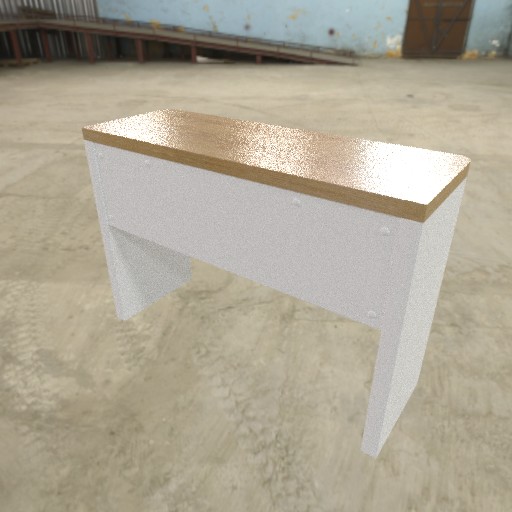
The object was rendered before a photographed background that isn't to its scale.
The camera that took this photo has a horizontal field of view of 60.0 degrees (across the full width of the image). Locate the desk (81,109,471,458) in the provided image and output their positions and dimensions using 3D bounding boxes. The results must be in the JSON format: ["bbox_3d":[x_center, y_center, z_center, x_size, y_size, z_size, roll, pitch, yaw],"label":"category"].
[{"bbox_3d":[0.000,0.000,1.462,1.100,0.760,0.390,19,34,31],"label":"desk"}]
